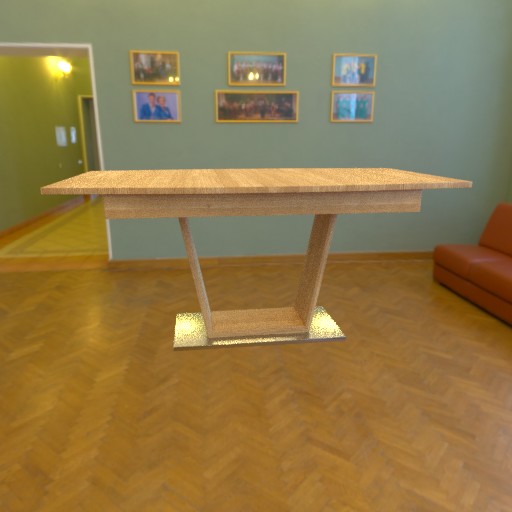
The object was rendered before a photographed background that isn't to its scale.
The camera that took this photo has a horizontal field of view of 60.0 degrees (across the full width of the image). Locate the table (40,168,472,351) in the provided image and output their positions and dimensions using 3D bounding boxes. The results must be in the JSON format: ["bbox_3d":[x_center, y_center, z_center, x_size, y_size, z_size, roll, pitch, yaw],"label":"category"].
[{"bbox_3d":[0.000,0.000,2.090,1.598,0.748,0.900,-2,15,-7],"label":"table"}]
